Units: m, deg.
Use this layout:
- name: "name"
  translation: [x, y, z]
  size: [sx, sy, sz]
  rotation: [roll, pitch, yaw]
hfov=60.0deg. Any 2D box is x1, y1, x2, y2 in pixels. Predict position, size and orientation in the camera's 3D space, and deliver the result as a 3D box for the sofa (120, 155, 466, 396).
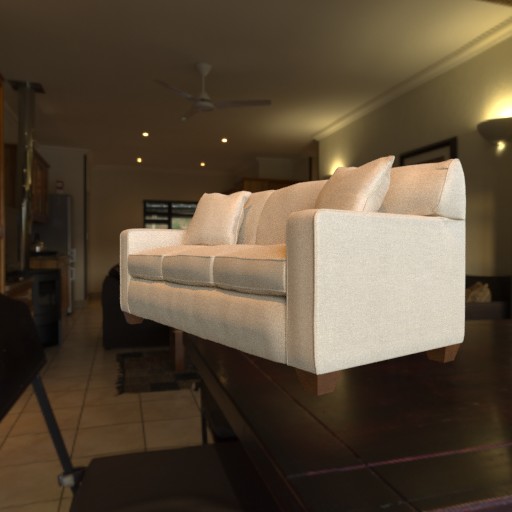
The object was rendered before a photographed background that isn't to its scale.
- name: "sofa"
  translation: [0.000, 0.000, 2.580]
  size: [0.997, 0.958, 2.024]
  rotation: [-1, 1, -36]
